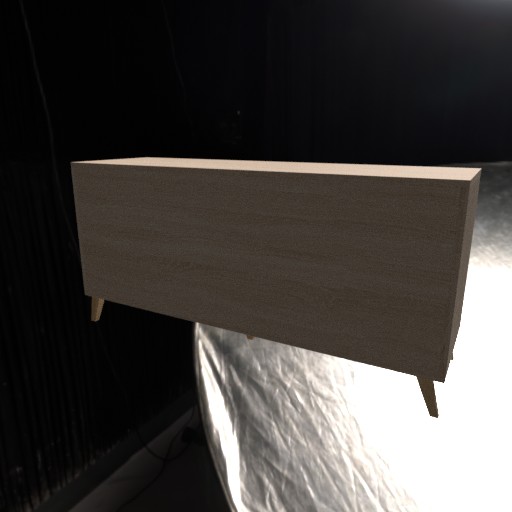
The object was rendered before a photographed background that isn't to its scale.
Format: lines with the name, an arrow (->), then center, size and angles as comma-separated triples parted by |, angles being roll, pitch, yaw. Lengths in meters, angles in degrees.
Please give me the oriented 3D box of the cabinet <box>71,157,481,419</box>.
cabinet -> 0.000, 0.000, 1.937 | 1.649, 0.780, 0.500 | 8, 18, 28
